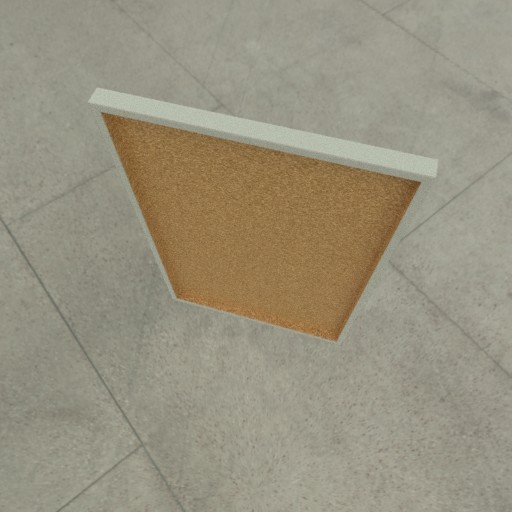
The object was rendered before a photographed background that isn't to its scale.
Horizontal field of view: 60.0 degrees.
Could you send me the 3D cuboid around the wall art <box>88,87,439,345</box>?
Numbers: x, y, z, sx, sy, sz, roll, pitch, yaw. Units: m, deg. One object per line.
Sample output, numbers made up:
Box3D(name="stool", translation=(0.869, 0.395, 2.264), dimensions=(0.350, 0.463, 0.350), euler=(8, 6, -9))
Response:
Box3D(name="wall art", translation=(0.000, 0.000, 1.159), dimensions=(0.610, 0.914, 0.038), euler=(14, 63, 7))
